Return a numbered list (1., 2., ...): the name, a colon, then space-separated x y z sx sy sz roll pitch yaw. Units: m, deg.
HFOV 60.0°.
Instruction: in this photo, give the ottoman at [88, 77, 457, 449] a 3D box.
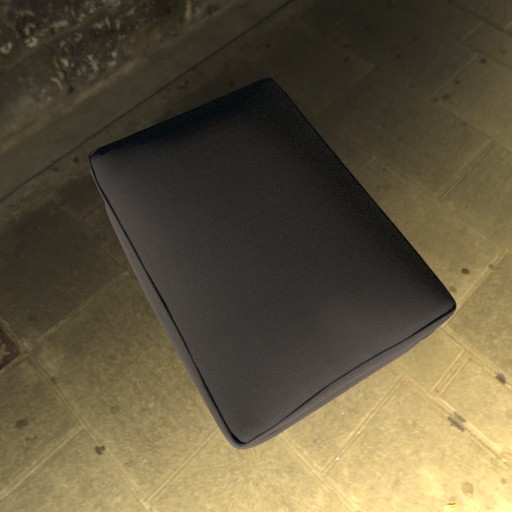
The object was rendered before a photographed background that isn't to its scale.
1. ottoman: 0.000 0.000 0.998 0.508 0.406 0.686 -28 68 -13
